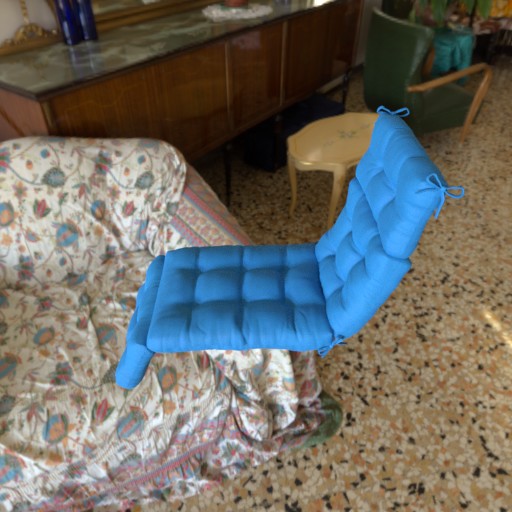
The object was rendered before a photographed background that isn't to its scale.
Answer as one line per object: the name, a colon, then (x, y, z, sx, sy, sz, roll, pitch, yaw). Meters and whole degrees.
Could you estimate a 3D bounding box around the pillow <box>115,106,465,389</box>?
pillow: (0.000, 0.000, 1.512, 1.016, 0.863, 0.526, -1, 39, -1)
